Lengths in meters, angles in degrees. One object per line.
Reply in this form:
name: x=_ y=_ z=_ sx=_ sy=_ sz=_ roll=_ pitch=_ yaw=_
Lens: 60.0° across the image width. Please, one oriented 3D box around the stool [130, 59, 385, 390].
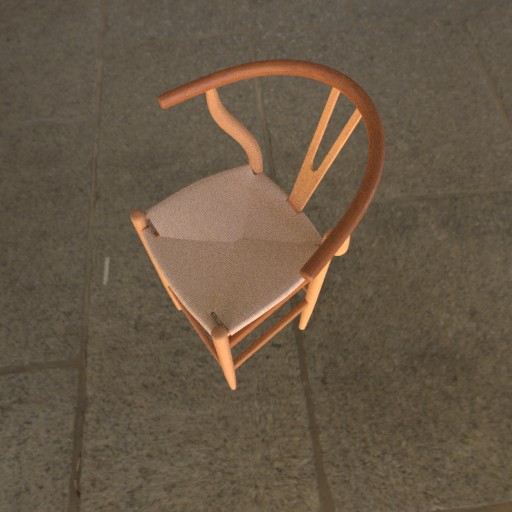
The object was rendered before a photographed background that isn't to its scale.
stool: x=0.000 y=0.000 z=1.377 sx=0.561 sy=1.068 sz=0.574 roll=-33 pitch=68 yaw=-15
